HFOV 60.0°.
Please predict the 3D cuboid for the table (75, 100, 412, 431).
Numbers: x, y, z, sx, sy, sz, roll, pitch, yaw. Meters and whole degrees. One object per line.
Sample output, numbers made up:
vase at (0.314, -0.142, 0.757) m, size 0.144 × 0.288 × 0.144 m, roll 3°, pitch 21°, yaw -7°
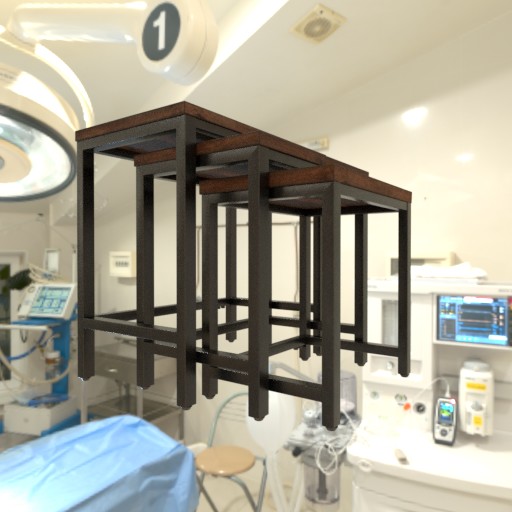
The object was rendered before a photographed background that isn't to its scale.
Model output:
table at (0.000, 0.000, 1.146) m, size 0.660 × 0.616 × 0.608 m, roll 0°, pitch 1°, yaw 36°
